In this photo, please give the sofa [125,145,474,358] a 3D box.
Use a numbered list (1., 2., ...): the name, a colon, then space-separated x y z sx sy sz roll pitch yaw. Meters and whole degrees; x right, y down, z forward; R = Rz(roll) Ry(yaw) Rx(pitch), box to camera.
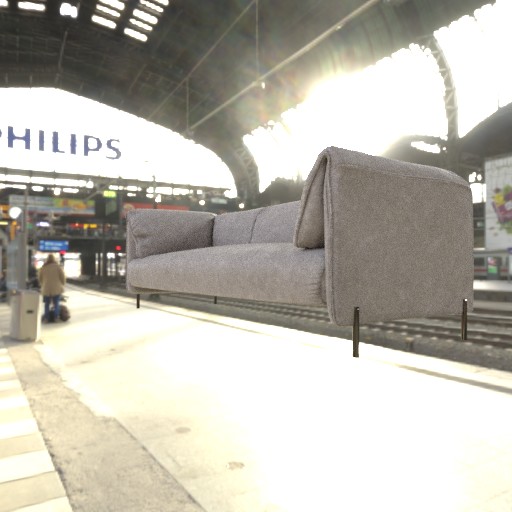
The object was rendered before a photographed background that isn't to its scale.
1. sofa: 0.000 0.000 2.638 0.899 0.758 2.238 1 -2 -34
